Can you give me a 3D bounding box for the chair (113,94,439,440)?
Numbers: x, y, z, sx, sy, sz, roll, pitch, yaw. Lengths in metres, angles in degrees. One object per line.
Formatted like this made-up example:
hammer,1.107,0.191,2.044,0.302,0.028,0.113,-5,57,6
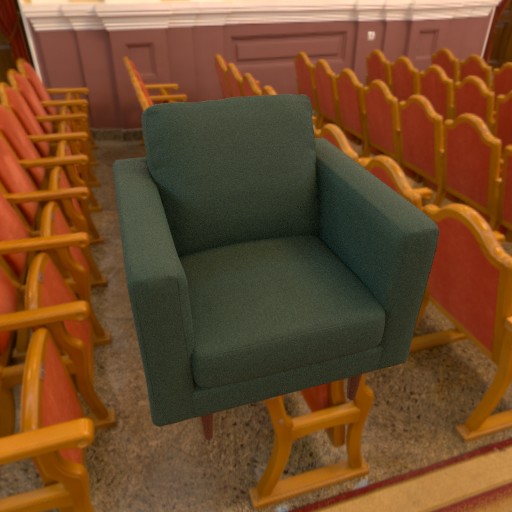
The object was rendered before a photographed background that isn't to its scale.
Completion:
chair,0.000,0.000,1.522,0.855,0.927,0.800,-10,35,-15
